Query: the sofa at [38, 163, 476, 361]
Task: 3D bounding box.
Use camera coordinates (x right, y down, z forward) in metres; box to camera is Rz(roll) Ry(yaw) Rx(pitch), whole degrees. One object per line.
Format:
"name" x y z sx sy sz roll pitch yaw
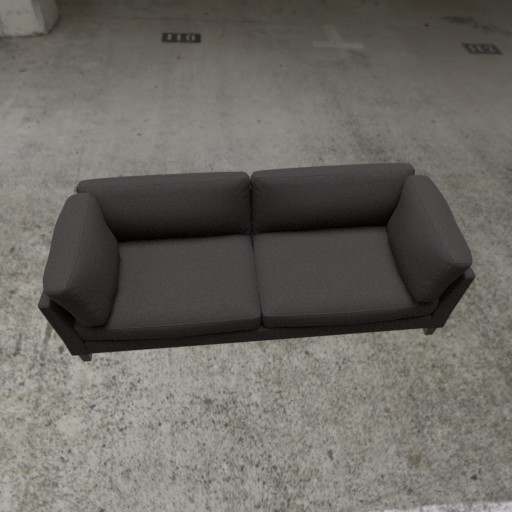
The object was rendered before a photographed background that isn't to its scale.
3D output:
"sofa" 0.000 0.000 2.759 2.312 0.792 0.969 -4 47 -3
